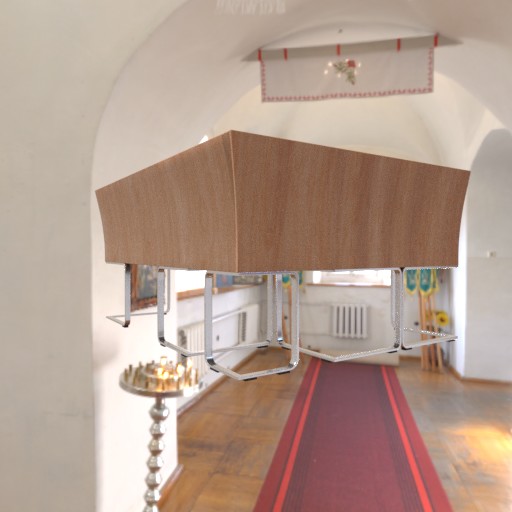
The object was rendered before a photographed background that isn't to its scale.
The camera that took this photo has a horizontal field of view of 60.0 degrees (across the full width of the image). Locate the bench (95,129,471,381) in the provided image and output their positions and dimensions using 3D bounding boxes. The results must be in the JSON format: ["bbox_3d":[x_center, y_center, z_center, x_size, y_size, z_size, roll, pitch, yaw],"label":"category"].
[{"bbox_3d":[0.000,0.000,2.796,1.495,0.930,1.945,-1,1,-33],"label":"bench"}]
